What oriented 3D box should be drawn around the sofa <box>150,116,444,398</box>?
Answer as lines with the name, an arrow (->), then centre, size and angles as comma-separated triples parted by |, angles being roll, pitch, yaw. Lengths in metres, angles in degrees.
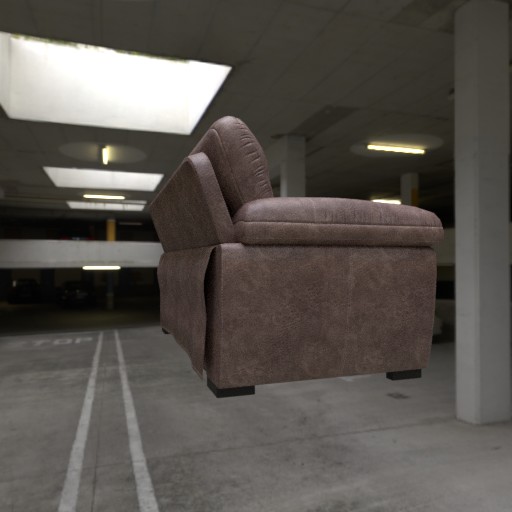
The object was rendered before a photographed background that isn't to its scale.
sofa -> 0.000, 0.000, 2.370 | 0.991, 0.991, 1.753 | 0, -1, -19
